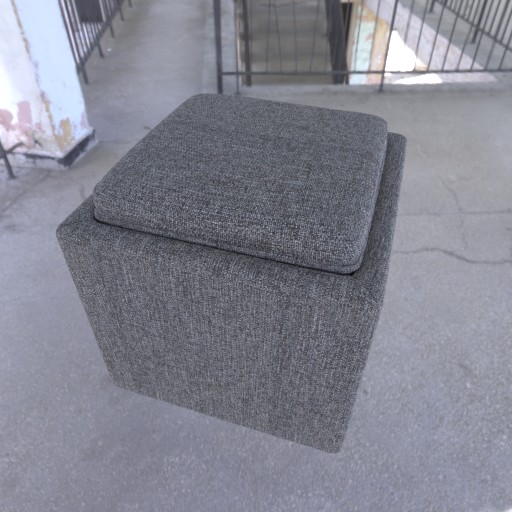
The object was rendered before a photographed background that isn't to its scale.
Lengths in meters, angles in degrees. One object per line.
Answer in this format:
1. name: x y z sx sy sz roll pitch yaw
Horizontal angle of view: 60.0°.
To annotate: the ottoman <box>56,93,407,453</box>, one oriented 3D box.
1. ottoman: 0.000 0.000 0.825 0.450 0.460 0.450 12 43 13
